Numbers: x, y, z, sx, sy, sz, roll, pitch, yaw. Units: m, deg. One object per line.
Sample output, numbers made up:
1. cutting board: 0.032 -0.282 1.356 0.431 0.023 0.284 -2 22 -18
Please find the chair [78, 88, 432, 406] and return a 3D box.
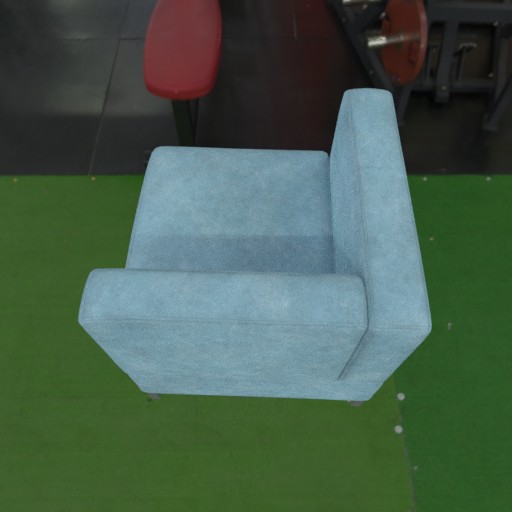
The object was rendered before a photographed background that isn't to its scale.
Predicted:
1. chair: 0.000 0.000 1.236 0.684 0.660 0.691 2 60 1
